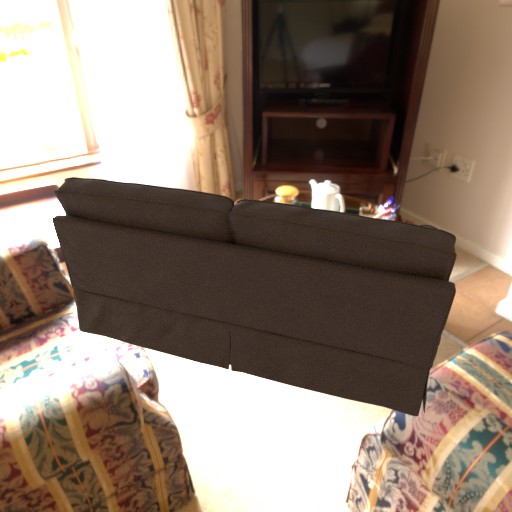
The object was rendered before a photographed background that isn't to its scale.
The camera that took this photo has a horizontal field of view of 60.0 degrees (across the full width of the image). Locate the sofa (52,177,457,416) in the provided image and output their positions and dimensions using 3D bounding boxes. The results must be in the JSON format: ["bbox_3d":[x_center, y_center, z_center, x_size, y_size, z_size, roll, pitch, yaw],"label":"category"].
[{"bbox_3d":[0.000,0.000,2.821,2.256,1.094,0.983,10,33,16],"label":"sofa"}]
